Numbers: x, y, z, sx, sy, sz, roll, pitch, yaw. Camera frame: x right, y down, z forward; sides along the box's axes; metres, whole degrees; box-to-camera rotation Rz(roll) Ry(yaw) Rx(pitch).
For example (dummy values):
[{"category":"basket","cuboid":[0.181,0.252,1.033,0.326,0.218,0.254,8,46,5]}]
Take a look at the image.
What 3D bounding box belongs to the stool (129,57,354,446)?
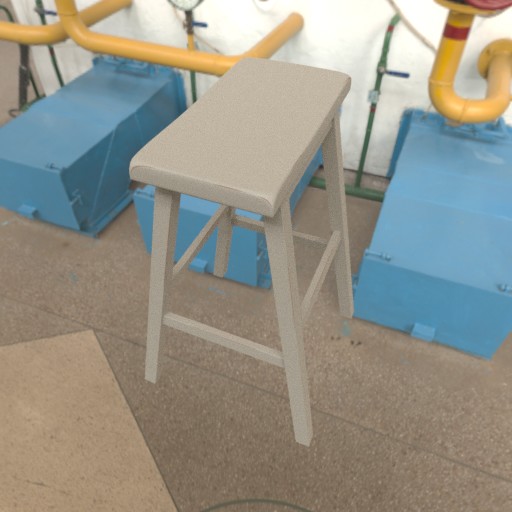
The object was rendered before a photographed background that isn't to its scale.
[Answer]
[{"category":"stool","cuboid":[0.000,0.000,1.049,0.476,0.737,0.457,17,48,16]}]
